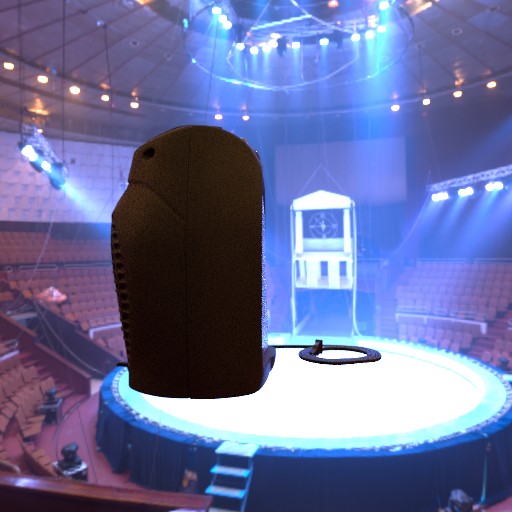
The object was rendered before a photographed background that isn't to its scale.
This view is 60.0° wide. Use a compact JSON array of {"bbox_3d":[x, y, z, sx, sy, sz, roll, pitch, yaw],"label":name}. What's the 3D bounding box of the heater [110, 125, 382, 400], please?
[{"bbox_3d":[0.000,0.000,0.464,0.291,0.240,0.239,0,-1,2],"label":"heater"}]
